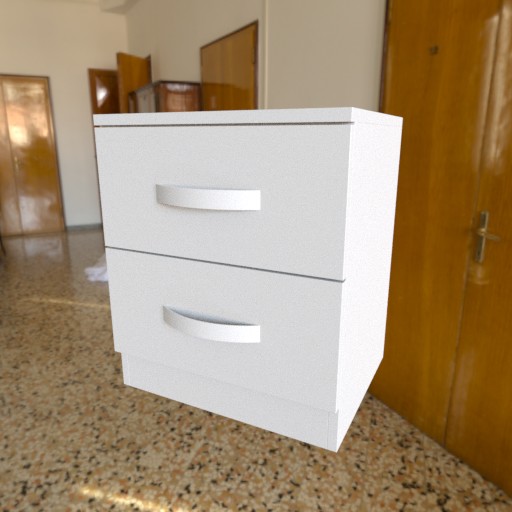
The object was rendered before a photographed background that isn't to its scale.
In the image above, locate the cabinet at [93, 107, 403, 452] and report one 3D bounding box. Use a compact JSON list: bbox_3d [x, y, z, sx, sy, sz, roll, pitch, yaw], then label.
[{"bbox_3d":[0.000,0.000,0.779,0.400,0.470,0.360,8,17,26],"label":"cabinet"}]
